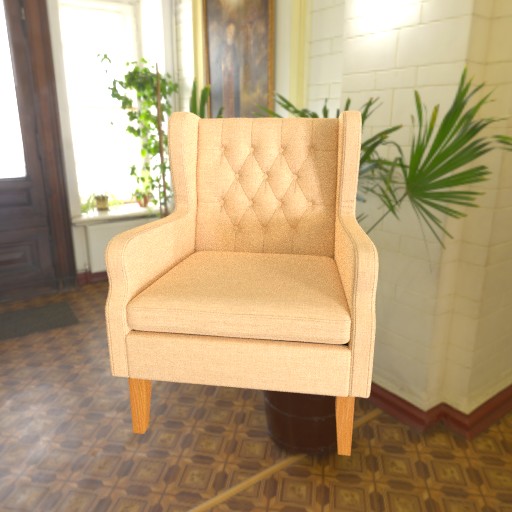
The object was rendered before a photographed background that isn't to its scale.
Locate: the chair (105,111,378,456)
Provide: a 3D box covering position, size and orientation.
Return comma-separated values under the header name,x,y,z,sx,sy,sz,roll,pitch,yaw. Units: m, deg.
name,x,y,z,sx,sy,sz,roll,pitch,yaw
chair,0.000,0.000,1.478,0.710,0.930,0.760,2,16,8
